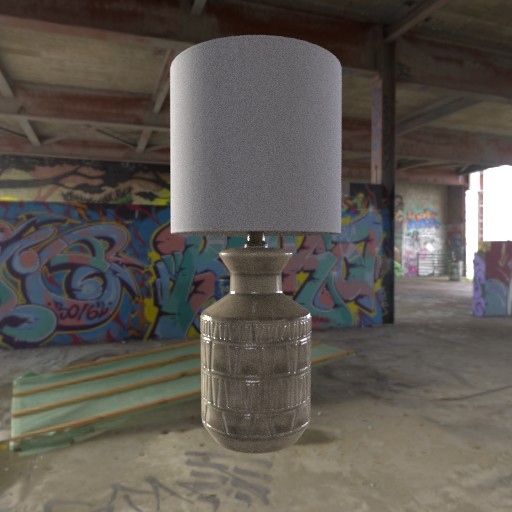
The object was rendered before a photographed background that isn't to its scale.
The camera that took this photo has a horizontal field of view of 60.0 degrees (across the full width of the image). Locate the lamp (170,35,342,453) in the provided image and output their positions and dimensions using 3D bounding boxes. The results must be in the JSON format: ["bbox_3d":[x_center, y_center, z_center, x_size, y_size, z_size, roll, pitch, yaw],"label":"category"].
[{"bbox_3d":[0.000,0.000,0.561,0.211,0.455,0.211,0,1,1],"label":"lamp"}]
